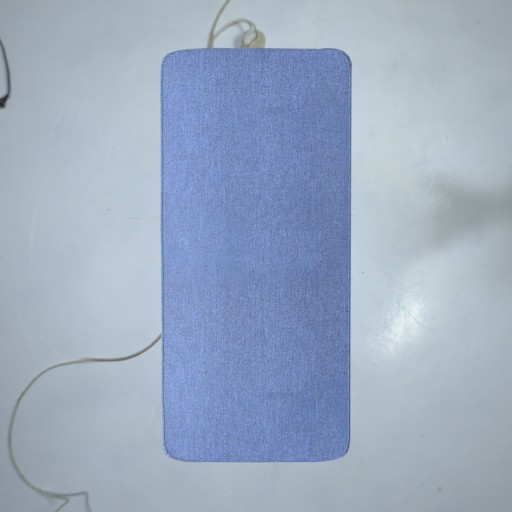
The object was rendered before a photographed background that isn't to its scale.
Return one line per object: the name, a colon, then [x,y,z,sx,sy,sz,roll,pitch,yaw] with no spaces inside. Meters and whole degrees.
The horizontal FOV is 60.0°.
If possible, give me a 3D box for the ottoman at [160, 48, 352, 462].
ottoman: [0.000,0.000,1.372,0.515,0.460,1.110,0,91,0]
